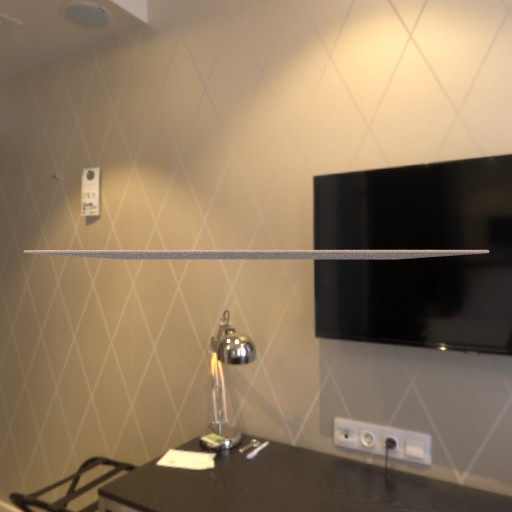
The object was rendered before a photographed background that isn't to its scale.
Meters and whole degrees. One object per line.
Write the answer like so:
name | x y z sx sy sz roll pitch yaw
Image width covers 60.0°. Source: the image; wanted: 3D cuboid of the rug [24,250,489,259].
rug | 0.000 0.000 2.921 2.290 0.014 1.526 0 -2 1
